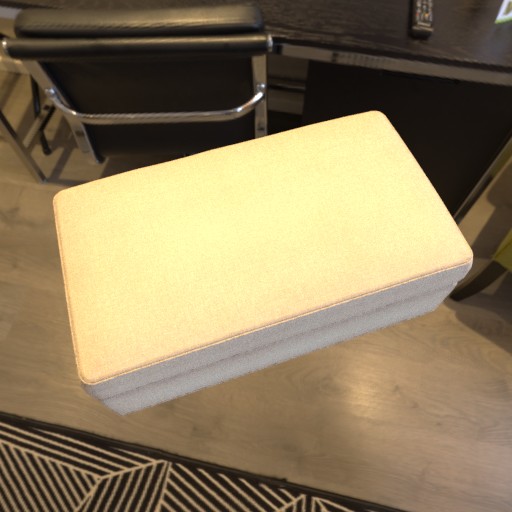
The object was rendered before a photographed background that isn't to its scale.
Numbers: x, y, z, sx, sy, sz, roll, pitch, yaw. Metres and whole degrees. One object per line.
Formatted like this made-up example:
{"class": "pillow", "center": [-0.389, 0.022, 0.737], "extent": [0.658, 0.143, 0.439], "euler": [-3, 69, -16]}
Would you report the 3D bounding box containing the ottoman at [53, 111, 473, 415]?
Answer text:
{"class": "ottoman", "center": [0.000, 0.000, 1.410], "extent": [1.097, 0.448, 0.617], "euler": [-17, 63, -9]}
